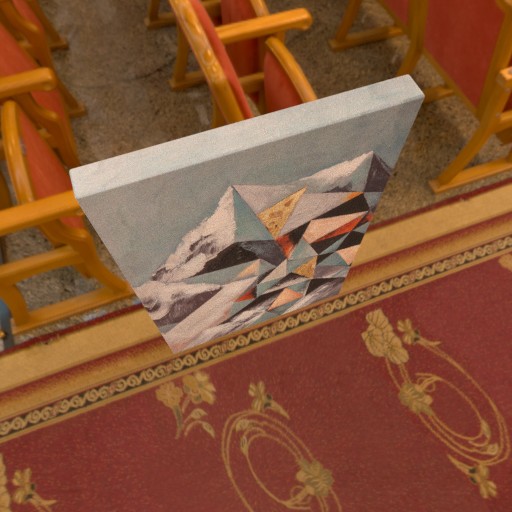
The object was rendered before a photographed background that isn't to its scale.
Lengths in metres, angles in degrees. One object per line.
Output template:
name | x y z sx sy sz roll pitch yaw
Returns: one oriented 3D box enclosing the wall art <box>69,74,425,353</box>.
wall art | 0.000 0.000 1.138 0.609 0.911 0.061 -19 64 -9
